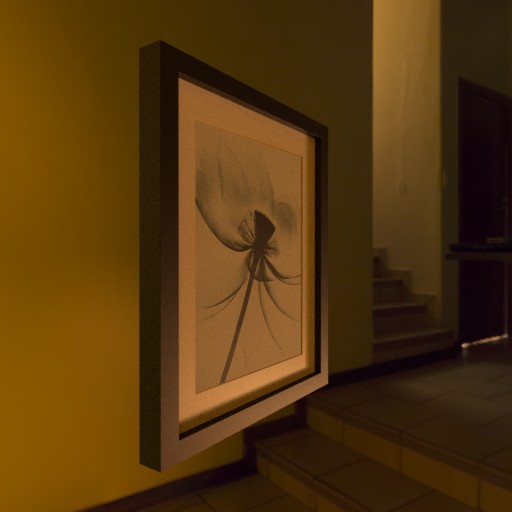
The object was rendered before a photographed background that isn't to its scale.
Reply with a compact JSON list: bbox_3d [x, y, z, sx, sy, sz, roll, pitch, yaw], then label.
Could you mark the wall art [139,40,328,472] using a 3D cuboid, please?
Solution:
[{"bbox_3d":[0.000,0.000,0.533,0.029,0.381,0.330,0,0,35],"label":"wall art"}]
